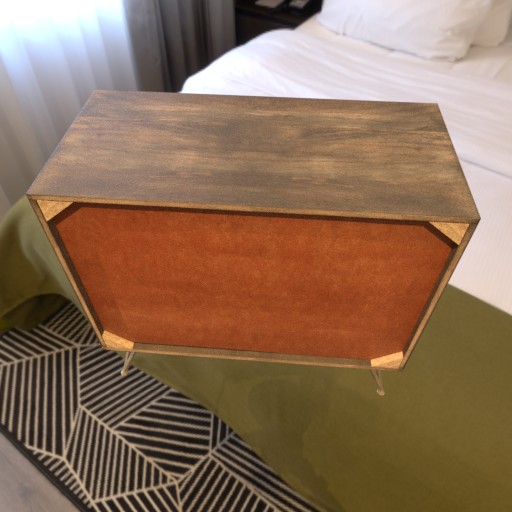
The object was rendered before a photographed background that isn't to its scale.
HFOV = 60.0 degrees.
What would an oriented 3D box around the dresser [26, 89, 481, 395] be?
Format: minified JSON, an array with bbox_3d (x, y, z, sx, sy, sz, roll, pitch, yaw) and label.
[{"bbox_3d":[0.000,0.000,1.343,0.923,0.801,0.453,3,48,3],"label":"dresser"}]
